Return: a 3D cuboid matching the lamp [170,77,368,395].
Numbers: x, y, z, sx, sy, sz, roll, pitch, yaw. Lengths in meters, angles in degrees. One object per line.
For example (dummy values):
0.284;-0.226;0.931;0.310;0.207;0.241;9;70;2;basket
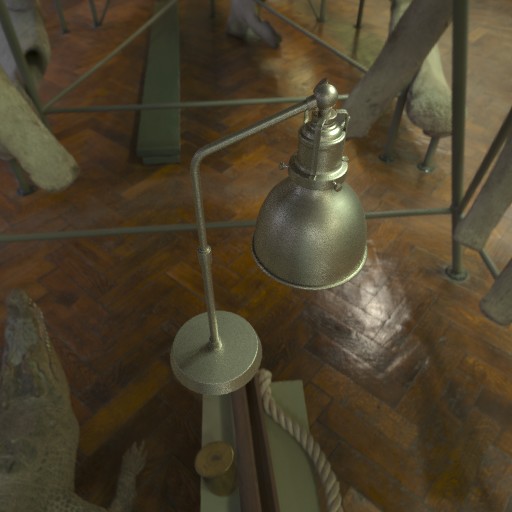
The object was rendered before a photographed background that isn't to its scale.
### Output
0.000;0.000;0.580;0.286;0.456;0.153;-3;46;-3;lamp
